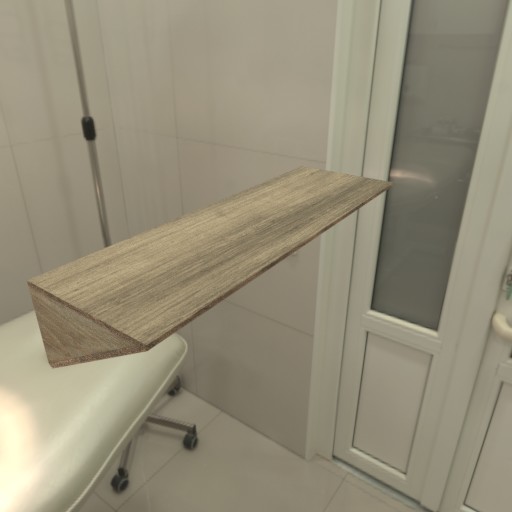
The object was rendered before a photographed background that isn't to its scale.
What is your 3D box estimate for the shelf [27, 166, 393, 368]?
[{"bbox_3d":[0.000,0.000,0.699,0.200,0.125,0.610,18,32,32],"label":"shelf"}]
